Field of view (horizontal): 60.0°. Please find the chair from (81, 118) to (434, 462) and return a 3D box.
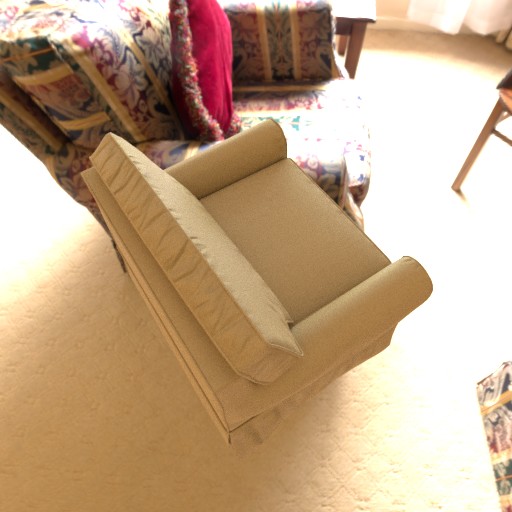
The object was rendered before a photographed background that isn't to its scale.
[{"bbox_3d":[0.000,0.000,1.791,0.903,0.937,1.096,-29,61,-18],"label":"chair"}]
